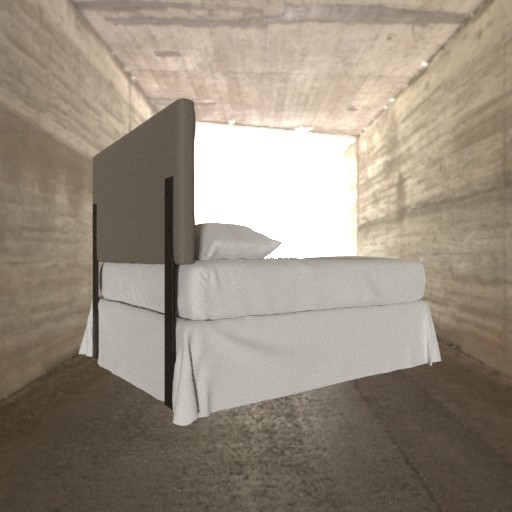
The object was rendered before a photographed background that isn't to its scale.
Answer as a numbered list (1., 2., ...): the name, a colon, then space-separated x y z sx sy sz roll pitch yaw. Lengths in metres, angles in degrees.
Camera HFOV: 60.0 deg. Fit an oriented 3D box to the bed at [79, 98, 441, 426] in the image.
1. bed: 0.000 0.000 3.440 2.222 1.577 1.936 0 0 -35
